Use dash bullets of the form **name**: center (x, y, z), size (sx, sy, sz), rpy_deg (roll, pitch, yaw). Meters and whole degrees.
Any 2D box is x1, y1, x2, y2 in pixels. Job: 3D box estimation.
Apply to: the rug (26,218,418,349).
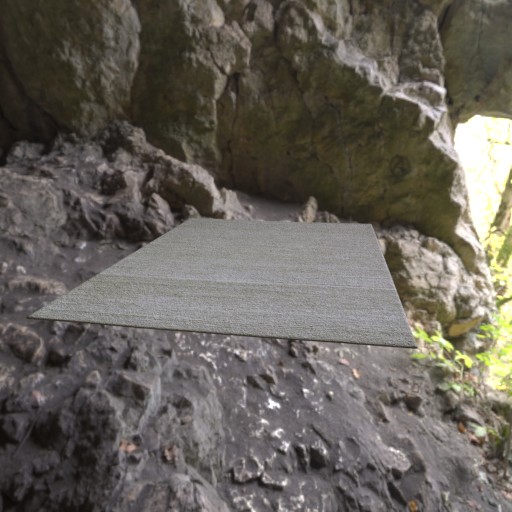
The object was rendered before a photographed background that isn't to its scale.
- **rug**: center (0.000, 0.000, 2.837), size (1.606, 0.017, 2.270), rpy_deg (3, 16, 9)
